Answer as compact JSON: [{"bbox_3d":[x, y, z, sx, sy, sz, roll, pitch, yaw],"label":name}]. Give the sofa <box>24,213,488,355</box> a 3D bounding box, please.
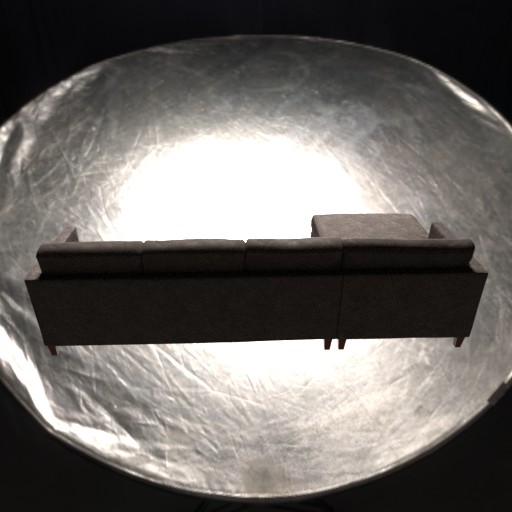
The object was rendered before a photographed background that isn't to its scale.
[{"bbox_3d":[0.000,0.000,4.082,3.471,0.954,1.606,-1,29,-1],"label":"sofa"}]
